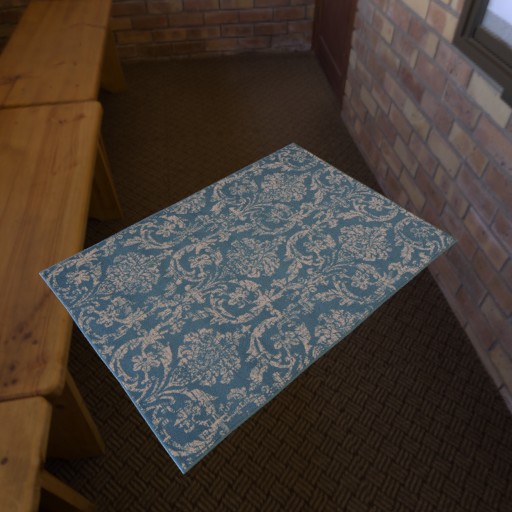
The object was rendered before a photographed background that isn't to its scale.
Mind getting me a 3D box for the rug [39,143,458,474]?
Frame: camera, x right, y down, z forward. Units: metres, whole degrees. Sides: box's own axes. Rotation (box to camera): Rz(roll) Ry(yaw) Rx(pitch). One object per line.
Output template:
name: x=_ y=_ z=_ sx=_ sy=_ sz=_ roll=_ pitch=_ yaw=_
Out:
rug: x=0.000 y=0.000 z=2.838 sx=2.205 sy=0.012 sz=1.554 roll=-33 pitch=55 yaw=-27
